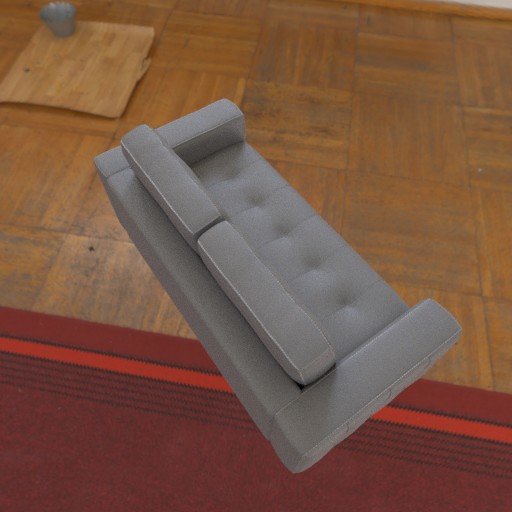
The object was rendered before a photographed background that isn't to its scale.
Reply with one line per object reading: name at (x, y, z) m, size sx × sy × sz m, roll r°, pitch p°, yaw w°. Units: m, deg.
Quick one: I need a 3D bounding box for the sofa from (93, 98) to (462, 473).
sofa at (0.000, 0.000, 2.126) m, size 0.833 × 0.892 × 1.726 m, roll -31°, pitch 63°, yaw -18°
